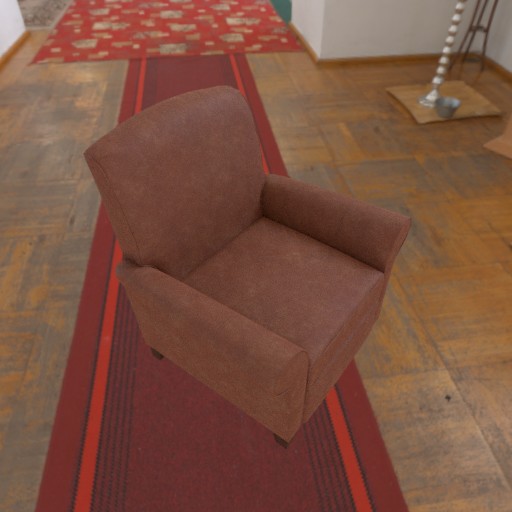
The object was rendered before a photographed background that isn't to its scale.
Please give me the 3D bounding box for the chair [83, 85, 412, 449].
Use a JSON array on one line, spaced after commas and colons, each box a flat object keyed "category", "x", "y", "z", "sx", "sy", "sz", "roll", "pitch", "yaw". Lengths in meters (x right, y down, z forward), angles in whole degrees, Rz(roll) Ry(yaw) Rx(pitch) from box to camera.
[{"category": "chair", "x": 0.000, "y": 0.000, "z": 1.768, "sx": 0.902, "sy": 1.061, "sz": 0.978, "roll": 26, "pitch": 47, "yaw": 27}]
